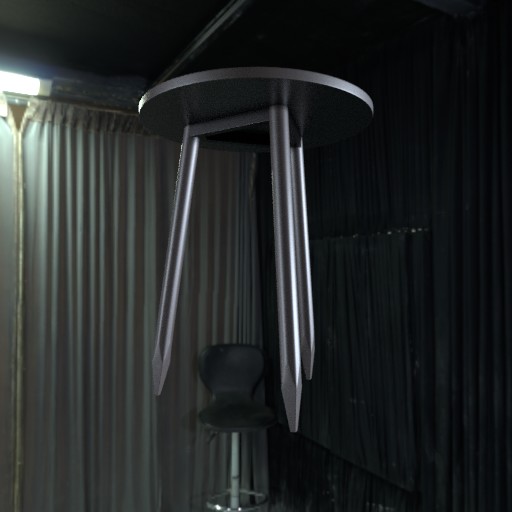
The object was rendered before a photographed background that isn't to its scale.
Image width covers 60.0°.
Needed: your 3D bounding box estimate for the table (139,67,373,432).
[{"bbox_3d":[0.000,0.000,0.893,0.457,0.585,0.457,0,-1,0],"label":"table"}]
